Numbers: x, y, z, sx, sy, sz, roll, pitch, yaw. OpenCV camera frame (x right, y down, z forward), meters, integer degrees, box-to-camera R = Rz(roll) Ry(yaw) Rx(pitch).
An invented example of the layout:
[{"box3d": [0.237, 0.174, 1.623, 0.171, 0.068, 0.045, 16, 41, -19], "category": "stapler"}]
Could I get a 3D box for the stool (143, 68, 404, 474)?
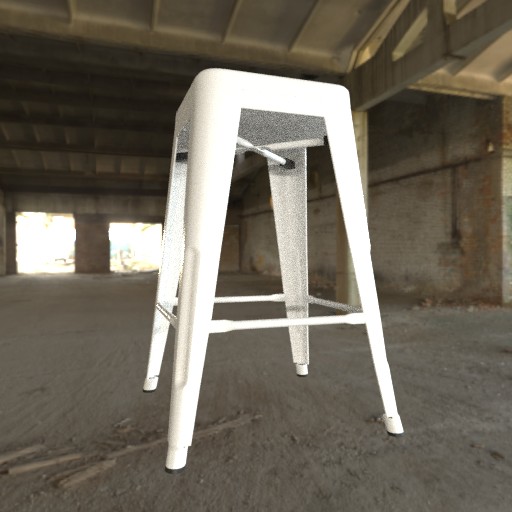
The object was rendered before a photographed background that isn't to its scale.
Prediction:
[{"box3d": [0.000, 0.000, 0.876, 0.406, 0.610, 0.406, 0, 1, -19], "category": "stool"}]
